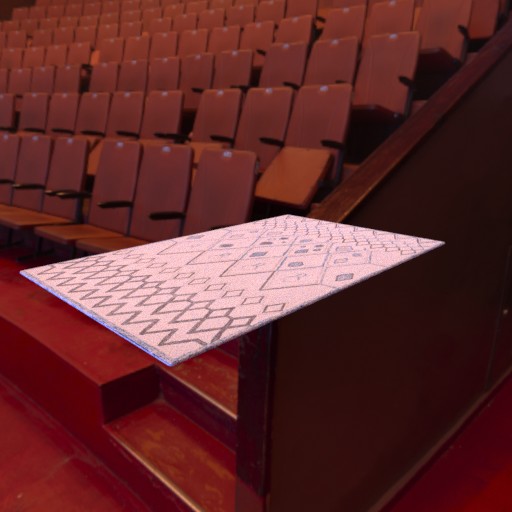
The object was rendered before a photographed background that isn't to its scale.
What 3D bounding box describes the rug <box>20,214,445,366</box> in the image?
[{"bbox_3d":[0.000,0.000,2.941,1.524,0.015,2.439,15,22,42],"label":"rug"}]
